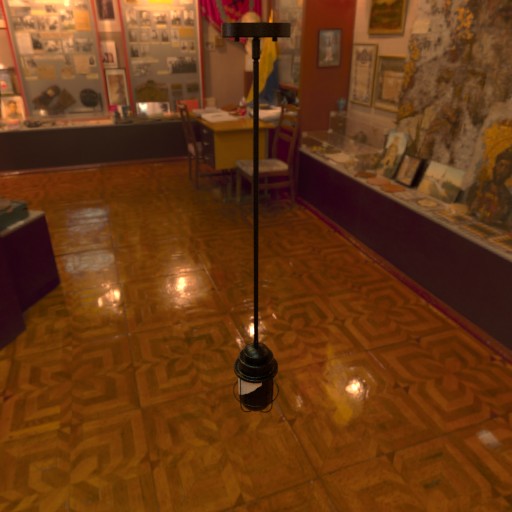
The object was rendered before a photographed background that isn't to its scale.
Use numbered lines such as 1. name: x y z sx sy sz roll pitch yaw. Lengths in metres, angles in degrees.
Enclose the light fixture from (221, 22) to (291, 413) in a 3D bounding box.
1. light fixture: 0.000 0.000 0.990 0.123 0.920 0.123 -8 28 -16
